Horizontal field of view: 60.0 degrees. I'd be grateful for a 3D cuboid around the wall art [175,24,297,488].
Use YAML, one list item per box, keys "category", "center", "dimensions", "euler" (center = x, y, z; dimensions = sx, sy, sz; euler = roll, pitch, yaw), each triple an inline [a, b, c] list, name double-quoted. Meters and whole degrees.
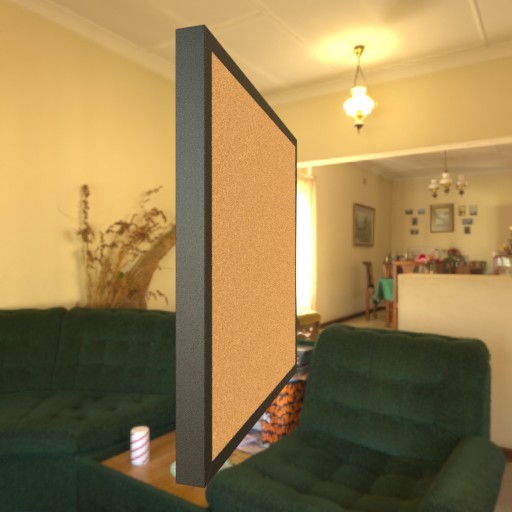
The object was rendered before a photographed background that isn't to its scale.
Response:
- category: "wall art"
  center: [0.000, 0.000, 0.732]
  dimensions: [0.036, 0.508, 0.508]
  euler: [0, 0, 17]
